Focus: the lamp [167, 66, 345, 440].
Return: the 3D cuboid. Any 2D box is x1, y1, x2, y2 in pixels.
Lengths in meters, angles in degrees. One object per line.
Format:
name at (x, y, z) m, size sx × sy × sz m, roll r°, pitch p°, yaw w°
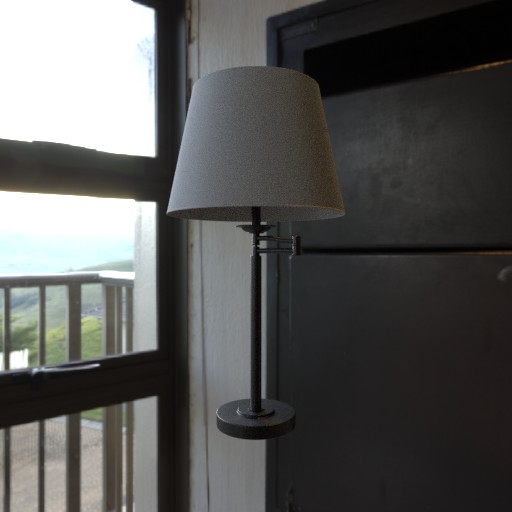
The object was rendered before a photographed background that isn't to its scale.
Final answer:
lamp at (0.000, 0.000, 0.918) m, size 0.363 × 0.696 × 0.363 m, roll 0°, pitch 0°, yaw 0°
